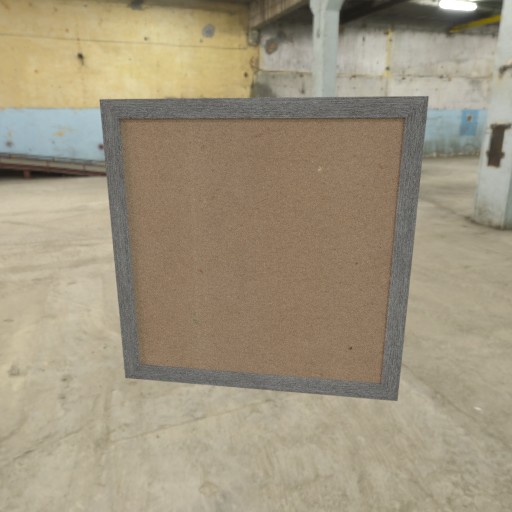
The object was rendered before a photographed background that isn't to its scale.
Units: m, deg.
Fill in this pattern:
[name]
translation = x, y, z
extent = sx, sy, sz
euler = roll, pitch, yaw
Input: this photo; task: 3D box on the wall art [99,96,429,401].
[wall art]
translation = 0.000, 0.000, 1.018
extent = 0.685, 0.685, 0.020
euler = 2, 16, 8
